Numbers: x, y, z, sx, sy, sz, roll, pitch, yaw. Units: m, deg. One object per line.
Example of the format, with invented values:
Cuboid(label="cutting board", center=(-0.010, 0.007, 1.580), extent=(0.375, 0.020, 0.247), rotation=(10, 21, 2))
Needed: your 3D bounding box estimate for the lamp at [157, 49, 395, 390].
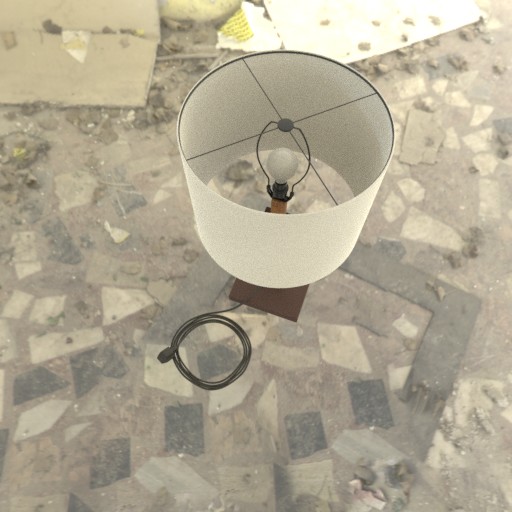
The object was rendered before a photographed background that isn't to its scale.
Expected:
Cuboid(label="lamp", center=(0.000, 0.000, 0.986), extent=(0.396, 0.668, 0.525), rotation=(18, 64, 9))
